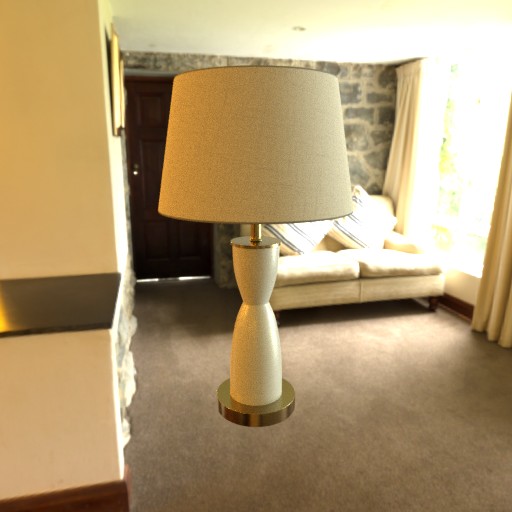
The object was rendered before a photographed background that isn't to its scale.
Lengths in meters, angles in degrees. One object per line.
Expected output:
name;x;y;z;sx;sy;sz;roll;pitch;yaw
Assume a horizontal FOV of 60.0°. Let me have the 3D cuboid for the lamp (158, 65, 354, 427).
lamp;0.000;0.000;0.733;0.309;0.545;0.309;0;13;0
